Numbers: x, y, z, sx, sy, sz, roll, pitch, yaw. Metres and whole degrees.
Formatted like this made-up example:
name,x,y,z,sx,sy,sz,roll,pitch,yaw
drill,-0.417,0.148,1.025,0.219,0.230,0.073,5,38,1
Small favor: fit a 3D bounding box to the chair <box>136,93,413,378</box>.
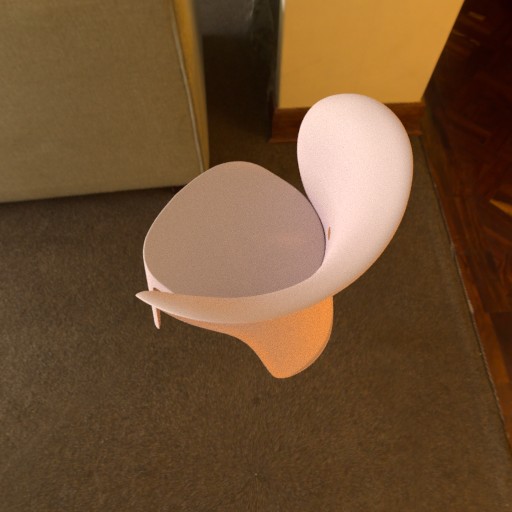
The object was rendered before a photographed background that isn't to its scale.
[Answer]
name,x,y,z,sx,sy,sz,roll,pitch,yaw
chair,0.000,0.000,0.844,0.402,0.554,0.451,34,69,15
